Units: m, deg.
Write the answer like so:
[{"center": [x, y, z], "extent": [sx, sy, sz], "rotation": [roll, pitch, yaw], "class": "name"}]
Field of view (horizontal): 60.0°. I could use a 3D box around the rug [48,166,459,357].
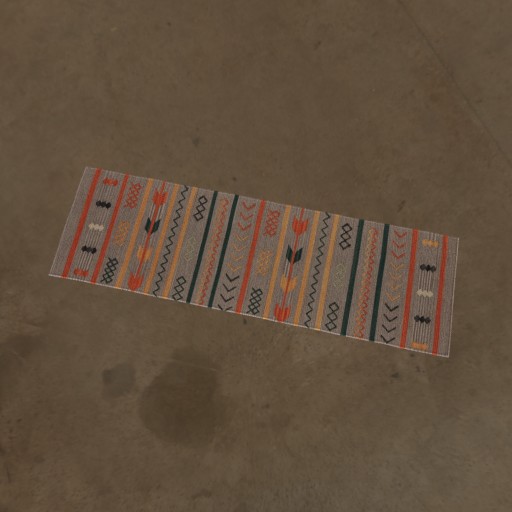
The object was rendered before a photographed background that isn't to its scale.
[{"center": [0.000, 0.000, 2.713], "extent": [2.419, 0.022, 0.744], "rotation": [11, 75, 3], "class": "rug"}]
